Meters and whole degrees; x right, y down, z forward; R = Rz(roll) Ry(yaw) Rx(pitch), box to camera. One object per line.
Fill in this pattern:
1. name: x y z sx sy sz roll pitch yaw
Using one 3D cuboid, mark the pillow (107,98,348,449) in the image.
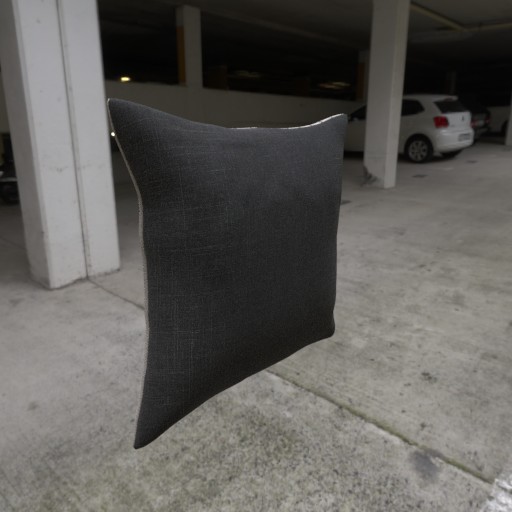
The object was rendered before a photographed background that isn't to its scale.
1. pillow: 0.000 0.000 0.692 0.138 0.444 0.468 15 22 42
